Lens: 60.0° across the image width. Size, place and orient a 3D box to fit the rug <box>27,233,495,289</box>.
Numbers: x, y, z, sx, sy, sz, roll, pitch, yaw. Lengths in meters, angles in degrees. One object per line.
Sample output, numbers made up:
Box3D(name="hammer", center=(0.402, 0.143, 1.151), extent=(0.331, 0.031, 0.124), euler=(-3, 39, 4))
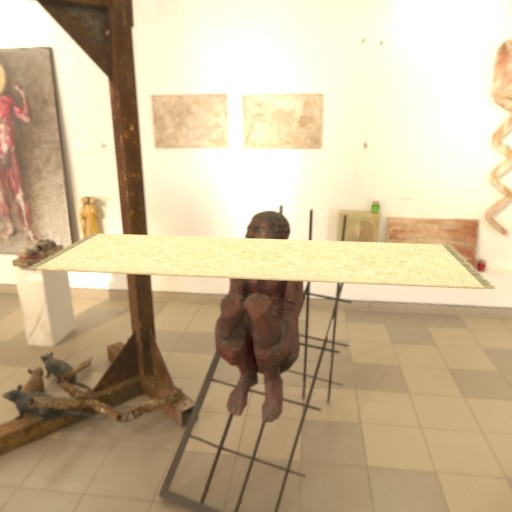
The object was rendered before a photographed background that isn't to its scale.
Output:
Box3D(name="rug", center=(0.000, 0.000, 2.769), extent=(2.544, 0.015, 0.795), euler=(2, 18, 7))
